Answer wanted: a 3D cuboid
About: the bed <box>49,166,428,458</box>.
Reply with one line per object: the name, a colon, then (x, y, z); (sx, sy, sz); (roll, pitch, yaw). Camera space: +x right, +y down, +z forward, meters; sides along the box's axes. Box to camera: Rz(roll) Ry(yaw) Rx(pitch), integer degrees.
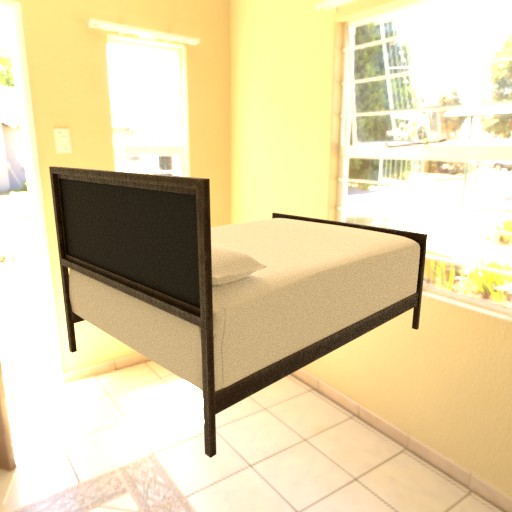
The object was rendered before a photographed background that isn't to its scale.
bed: (0.000, 0.000, 3.265); (1.607, 1.313, 2.221); (14, 19, 43)
